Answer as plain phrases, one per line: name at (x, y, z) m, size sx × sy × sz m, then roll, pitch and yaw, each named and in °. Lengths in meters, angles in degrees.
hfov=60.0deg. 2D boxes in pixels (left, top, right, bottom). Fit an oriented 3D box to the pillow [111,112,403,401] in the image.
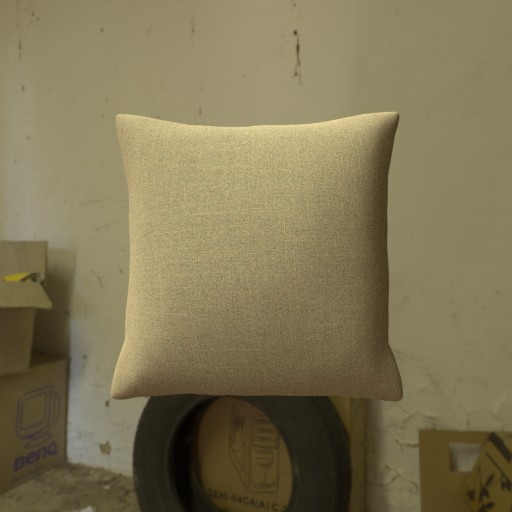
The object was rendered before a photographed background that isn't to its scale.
pillow at (0.000, 0.000, 0.782) m, size 0.512 × 0.506 × 0.178 m, roll 0°, pitch -2°, yaw 1°
